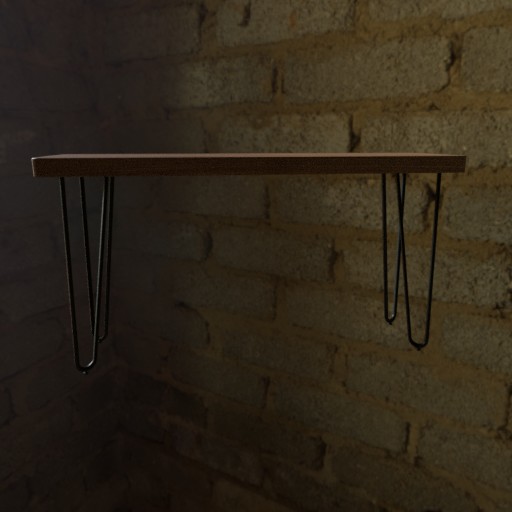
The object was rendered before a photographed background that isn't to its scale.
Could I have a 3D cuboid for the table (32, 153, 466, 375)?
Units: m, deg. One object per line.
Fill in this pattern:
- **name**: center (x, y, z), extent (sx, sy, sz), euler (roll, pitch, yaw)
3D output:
- **table**: center (0.000, 0.000, 1.874), extent (1.570, 0.834, 0.425), euler (-2, 15, -8)
